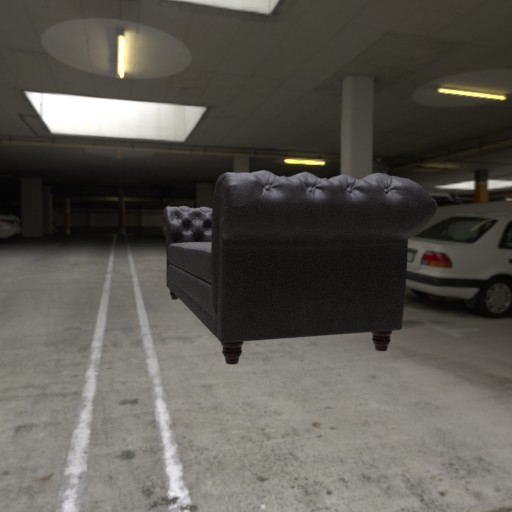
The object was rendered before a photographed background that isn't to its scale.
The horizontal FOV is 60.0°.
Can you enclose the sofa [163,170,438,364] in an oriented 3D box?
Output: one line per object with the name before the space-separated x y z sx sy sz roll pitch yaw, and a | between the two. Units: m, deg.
sofa | 0.000 0.000 2.802 0.944 0.783 2.385 -1 3 -17
